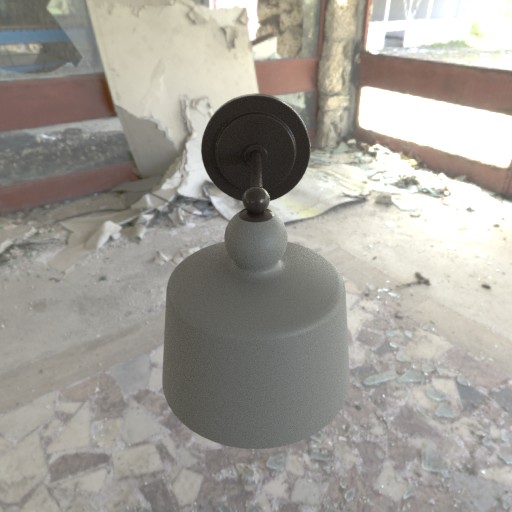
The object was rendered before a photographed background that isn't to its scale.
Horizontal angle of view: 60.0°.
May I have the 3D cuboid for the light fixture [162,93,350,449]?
[{"bbox_3d":[0.000,0.000,0.447,0.204,0.268,0.254,0,30,0],"label":"light fixture"}]
